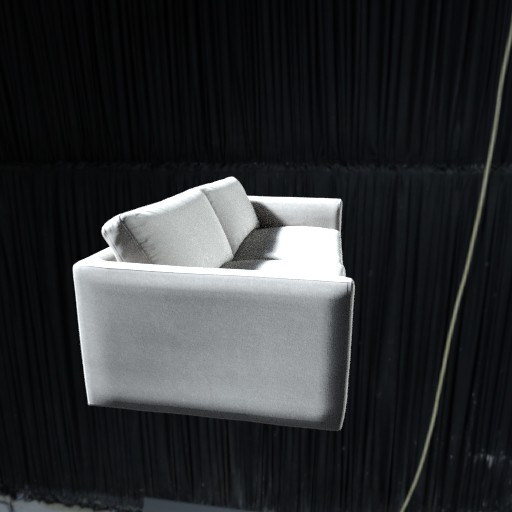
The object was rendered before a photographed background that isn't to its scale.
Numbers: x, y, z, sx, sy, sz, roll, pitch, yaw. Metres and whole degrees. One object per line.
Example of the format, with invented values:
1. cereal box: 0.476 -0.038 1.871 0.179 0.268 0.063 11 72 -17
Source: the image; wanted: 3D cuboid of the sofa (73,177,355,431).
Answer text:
1. sofa: 0.000 0.000 2.748 1.090 0.838 2.588 2 15 9
